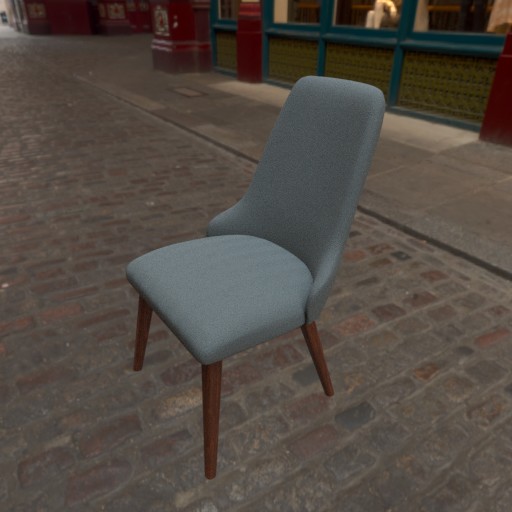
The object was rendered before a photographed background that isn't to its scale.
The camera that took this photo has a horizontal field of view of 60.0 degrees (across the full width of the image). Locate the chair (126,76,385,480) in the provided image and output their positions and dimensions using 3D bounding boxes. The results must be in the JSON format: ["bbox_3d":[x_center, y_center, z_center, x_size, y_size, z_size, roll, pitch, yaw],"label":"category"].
[{"bbox_3d":[0.000,0.000,1.320,0.707,0.918,0.535,-20,36,-30],"label":"chair"}]
